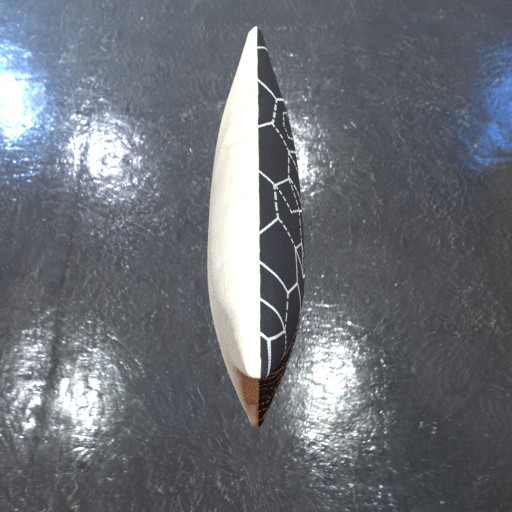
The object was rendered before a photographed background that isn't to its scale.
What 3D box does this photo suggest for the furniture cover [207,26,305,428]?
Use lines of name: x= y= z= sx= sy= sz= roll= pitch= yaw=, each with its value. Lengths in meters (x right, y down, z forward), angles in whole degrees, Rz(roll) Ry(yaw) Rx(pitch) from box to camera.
furniture cover: x=0.000 y=0.000 z=0.771 sx=0.158 sy=0.508 sz=0.517 roll=0 pitch=64 yaw=0
